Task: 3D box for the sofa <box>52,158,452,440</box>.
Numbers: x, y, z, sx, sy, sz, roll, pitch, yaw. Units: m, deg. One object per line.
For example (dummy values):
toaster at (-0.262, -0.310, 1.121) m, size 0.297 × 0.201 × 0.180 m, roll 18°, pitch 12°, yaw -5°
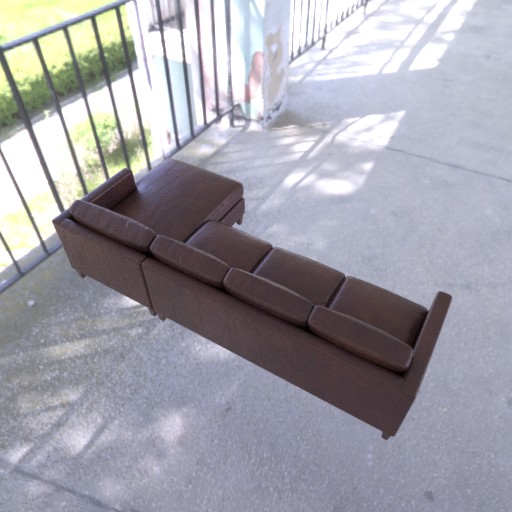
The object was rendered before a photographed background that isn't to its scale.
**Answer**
sofa at (0.000, 0.000, 3.946) m, size 3.203 × 0.883 × 1.581 m, roll 23°, pitch 50°, yaw 21°
